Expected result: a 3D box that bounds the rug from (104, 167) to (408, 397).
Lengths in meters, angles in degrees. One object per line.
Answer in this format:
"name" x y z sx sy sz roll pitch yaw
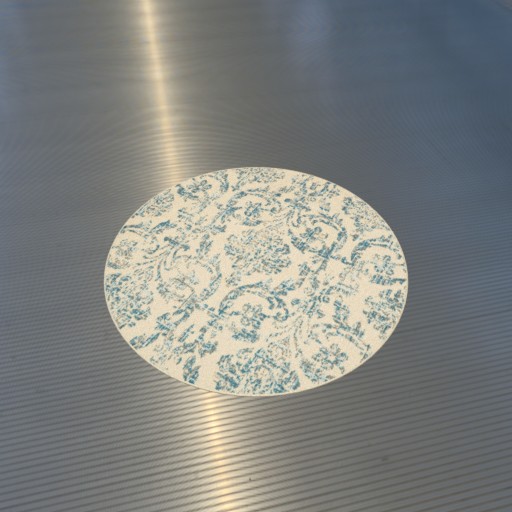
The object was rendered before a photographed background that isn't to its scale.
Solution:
"rug" 0.000 0.000 2.382 1.593 0.012 1.593 0 47 0
